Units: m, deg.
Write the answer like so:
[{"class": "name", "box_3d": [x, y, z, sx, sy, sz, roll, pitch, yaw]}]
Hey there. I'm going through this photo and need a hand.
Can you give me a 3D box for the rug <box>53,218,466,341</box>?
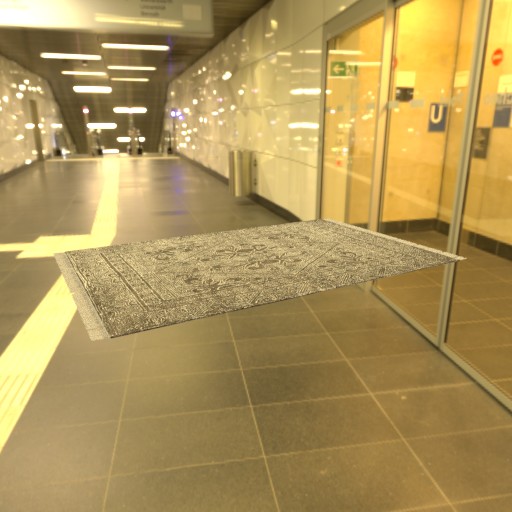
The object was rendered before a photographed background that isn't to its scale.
[{"class": "rug", "box_3d": [0.000, 0.000, 3.070, 2.440, 0.010, 1.529, -9, 19, -28]}]
